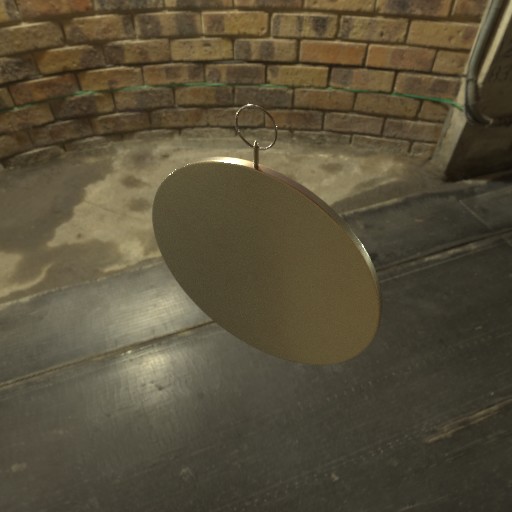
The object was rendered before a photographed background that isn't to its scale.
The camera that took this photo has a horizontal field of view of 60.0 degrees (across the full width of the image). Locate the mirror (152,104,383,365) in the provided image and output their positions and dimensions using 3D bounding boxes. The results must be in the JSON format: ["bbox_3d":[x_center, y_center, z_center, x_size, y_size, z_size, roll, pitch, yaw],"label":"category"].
[{"bbox_3d":[0.000,0.000,0.991,0.594,0.713,0.020,23,50,21],"label":"mirror"}]
